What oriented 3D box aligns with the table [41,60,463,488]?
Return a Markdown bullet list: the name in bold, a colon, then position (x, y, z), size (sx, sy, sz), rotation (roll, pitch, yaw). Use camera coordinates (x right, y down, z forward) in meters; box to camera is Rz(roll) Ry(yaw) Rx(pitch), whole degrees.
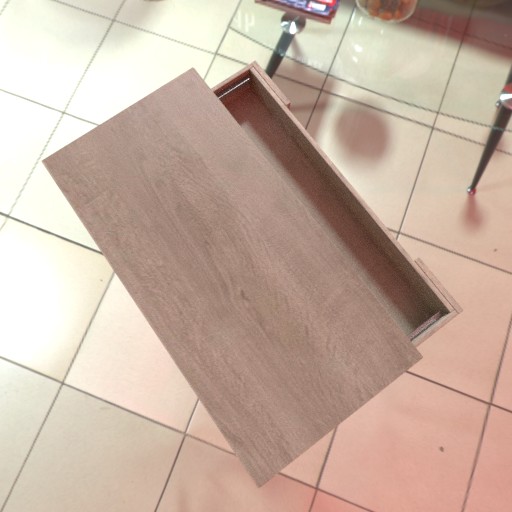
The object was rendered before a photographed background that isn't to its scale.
- **table**: position (0.000, 0.000, 1.428), size (0.711, 0.570, 1.000), rotation (-35, 79, -8)
